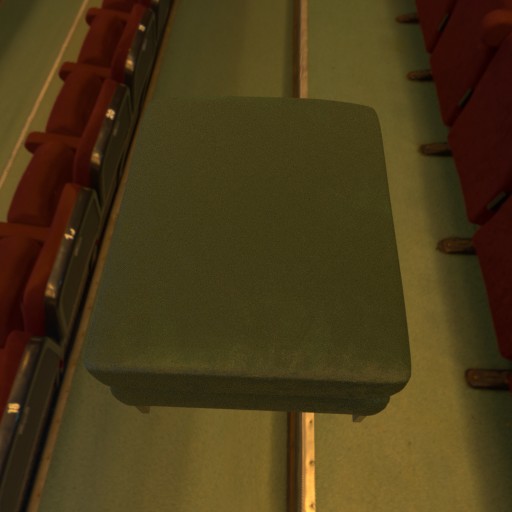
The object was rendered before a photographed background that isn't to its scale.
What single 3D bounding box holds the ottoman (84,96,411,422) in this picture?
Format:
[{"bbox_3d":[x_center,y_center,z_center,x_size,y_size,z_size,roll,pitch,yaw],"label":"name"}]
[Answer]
[{"bbox_3d":[0.000,0.000,1.296,0.701,0.538,0.839,2,59,1],"label":"ottoman"}]
